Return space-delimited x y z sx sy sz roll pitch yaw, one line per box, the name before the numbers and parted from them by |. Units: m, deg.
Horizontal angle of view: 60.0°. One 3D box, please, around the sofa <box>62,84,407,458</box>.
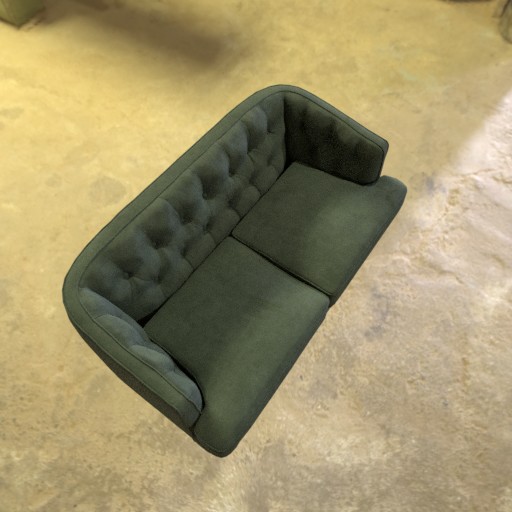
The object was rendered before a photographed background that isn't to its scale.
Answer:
sofa | 0.000 0.000 2.293 0.941 0.855 1.733 31 63 18
